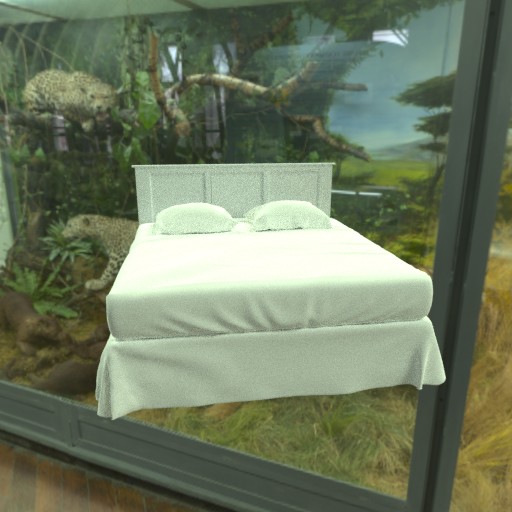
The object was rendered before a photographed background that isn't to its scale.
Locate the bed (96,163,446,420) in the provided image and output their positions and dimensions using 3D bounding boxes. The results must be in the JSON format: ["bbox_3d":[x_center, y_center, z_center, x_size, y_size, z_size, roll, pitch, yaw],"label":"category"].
[{"bbox_3d":[0.000,0.000,3.532,2.317,1.273,2.215,-2,16,-8],"label":"bed"}]
